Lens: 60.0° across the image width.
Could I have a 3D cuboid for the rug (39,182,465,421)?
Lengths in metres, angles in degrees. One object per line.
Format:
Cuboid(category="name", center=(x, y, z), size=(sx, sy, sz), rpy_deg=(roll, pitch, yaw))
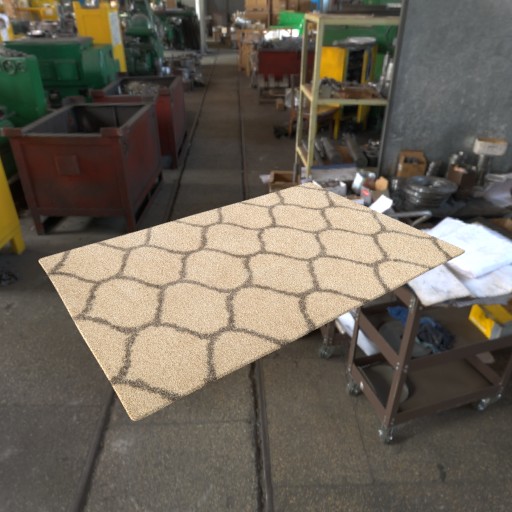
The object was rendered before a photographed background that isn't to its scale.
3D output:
Cuboid(category="rug", center=(0.000, 0.000, 3.353), size=(2.701, 0.026, 1.801), rpy_deg=(-20, 36, -30))
